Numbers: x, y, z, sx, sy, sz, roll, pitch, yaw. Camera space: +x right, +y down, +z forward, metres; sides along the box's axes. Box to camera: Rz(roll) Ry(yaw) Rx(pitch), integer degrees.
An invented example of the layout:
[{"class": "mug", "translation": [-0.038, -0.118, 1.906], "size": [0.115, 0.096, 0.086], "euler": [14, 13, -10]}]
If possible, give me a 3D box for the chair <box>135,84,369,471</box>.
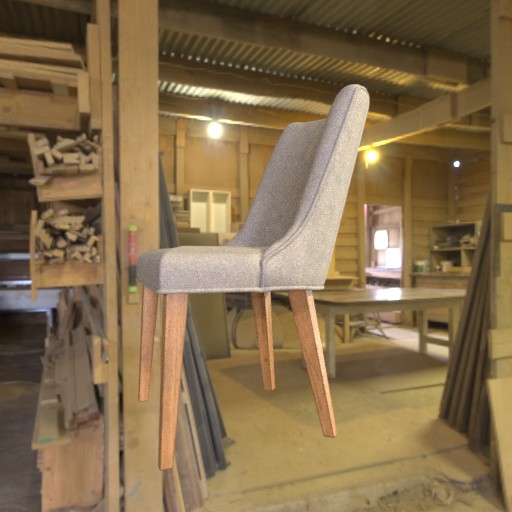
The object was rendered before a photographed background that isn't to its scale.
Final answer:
[{"class": "chair", "translation": [0.000, 0.000, 1.287], "size": [0.636, 0.916, 0.548], "euler": [0, 0, -20]}]
